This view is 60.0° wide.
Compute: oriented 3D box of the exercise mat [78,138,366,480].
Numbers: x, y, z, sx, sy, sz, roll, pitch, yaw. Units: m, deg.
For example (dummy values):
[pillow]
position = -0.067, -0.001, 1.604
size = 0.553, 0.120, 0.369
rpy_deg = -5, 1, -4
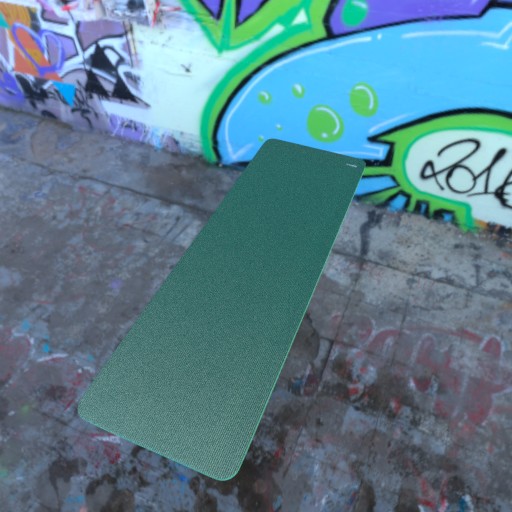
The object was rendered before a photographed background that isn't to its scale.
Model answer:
[exercise mat]
position = 0.000, 0.000, 2.044
size = 0.616, 0.021, 1.869
rpy_deg = 17, 50, 15
